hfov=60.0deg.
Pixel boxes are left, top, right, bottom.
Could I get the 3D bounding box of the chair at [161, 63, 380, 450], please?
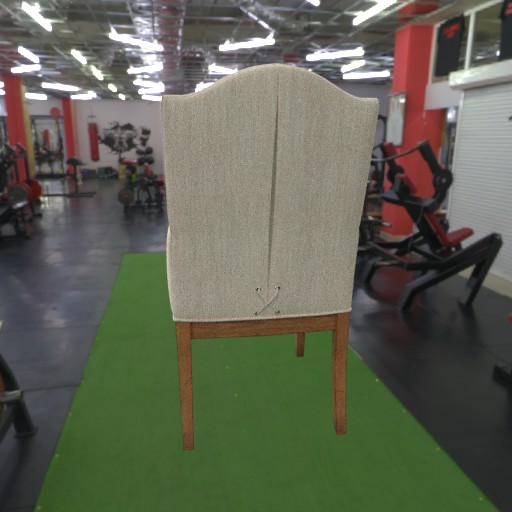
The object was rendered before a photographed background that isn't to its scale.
[{"bbox_3d":[0.000,0.000,1.373,0.533,1.016,0.641,-2,15,-9],"label":"chair"}]
